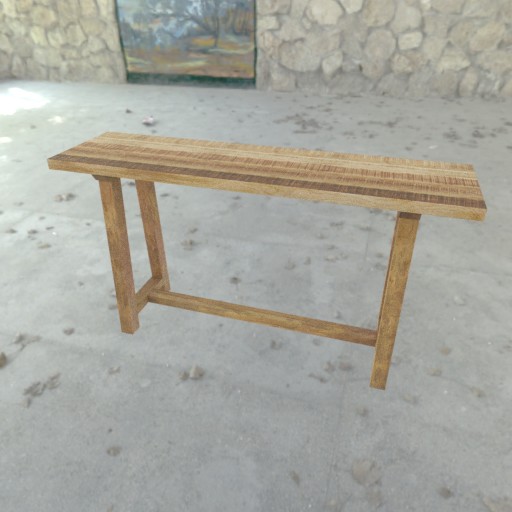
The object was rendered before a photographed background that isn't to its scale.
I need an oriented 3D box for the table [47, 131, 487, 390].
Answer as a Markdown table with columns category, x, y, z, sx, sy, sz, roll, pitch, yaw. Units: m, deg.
| category | x | y | z | sx | sy | sz | roll | pitch | yaw |
| --- | --- | --- | --- | --- | --- | --- | --- | --- | --- |
| table | 0.000 | 0.000 | 1.847 | 1.524 | 0.810 | 0.405 | 9 | 32 | 15 |
